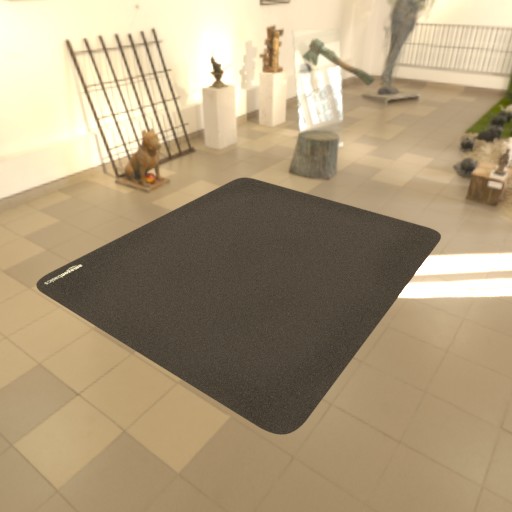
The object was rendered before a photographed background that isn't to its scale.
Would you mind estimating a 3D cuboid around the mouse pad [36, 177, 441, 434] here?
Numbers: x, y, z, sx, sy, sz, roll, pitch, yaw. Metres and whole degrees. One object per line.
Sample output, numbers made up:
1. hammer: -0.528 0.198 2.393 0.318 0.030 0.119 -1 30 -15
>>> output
1. mouse pad: 0.000 0.000 0.624 0.393 0.002 0.451 21 38 30
